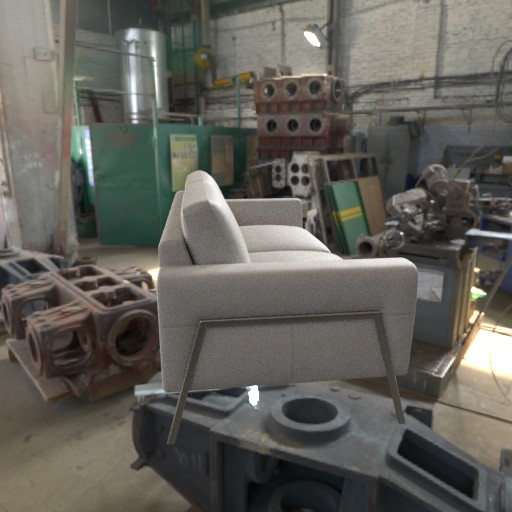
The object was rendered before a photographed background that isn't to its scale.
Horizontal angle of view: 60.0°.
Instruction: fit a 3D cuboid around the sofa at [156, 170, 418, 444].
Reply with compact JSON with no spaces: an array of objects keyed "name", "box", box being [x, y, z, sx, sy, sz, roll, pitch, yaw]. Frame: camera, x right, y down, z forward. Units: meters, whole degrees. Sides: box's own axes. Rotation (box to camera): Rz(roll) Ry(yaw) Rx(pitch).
[{"name":"sofa","box":[0.000,0.000,2.541,0.953,0.875,2.017,-2,15,-8]}]
